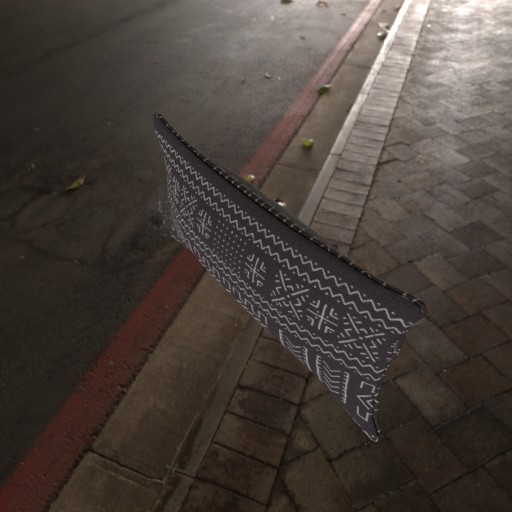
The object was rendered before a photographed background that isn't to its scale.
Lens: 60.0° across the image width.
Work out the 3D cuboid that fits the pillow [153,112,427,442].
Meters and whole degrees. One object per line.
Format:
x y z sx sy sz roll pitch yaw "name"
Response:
0.000 0.000 0.807 0.135 0.322 0.667 -27 48 -27 "pillow"
